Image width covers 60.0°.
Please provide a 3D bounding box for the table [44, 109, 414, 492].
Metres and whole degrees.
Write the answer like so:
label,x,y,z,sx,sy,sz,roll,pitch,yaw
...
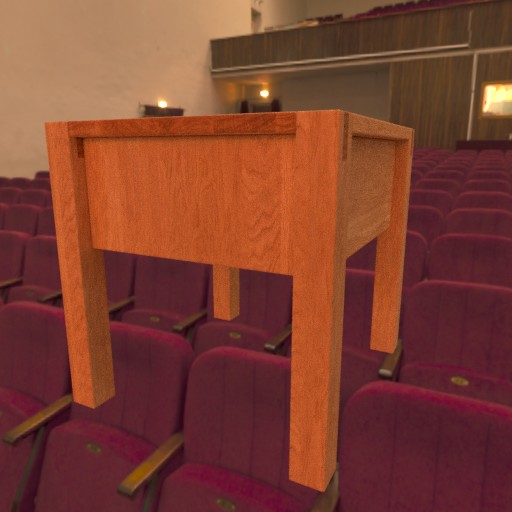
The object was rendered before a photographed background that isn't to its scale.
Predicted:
label,x,y,z,sx,sy,sz,roll,pitch,yaw
table,0.000,0.000,0.798,0.440,0.450,0.480,7,15,27
